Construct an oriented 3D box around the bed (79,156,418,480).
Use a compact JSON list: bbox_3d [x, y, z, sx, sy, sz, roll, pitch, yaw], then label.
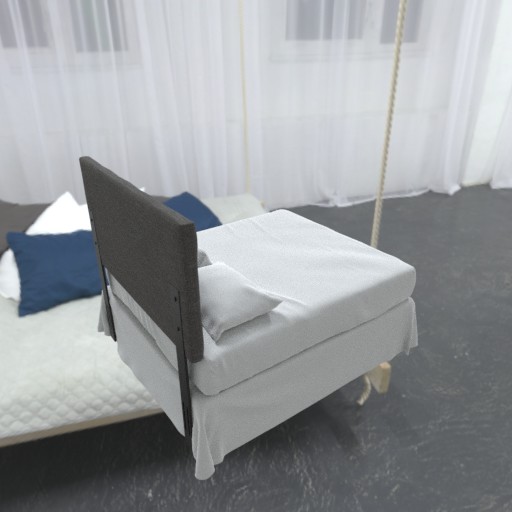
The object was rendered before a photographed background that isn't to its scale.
[{"bbox_3d":[0.000,0.000,3.543,2.222,1.577,1.936,-18,32,-32],"label":"bed"}]
